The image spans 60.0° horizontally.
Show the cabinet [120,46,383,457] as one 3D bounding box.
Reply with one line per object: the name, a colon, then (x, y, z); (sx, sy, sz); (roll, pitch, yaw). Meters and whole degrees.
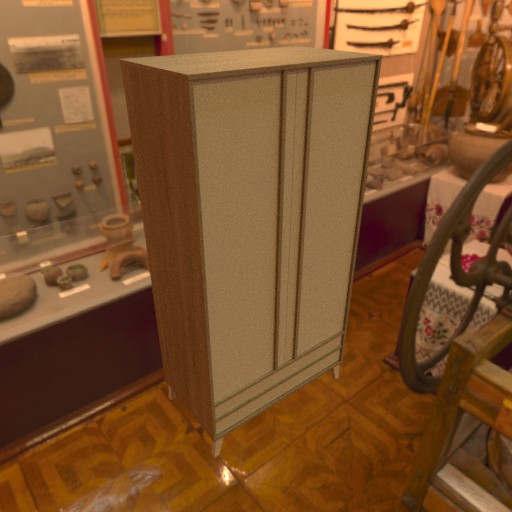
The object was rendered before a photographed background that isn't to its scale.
cabinet: (0.000, 0.000, 2.428); (1.006, 1.999, 0.571); (-21, 36, -32)
